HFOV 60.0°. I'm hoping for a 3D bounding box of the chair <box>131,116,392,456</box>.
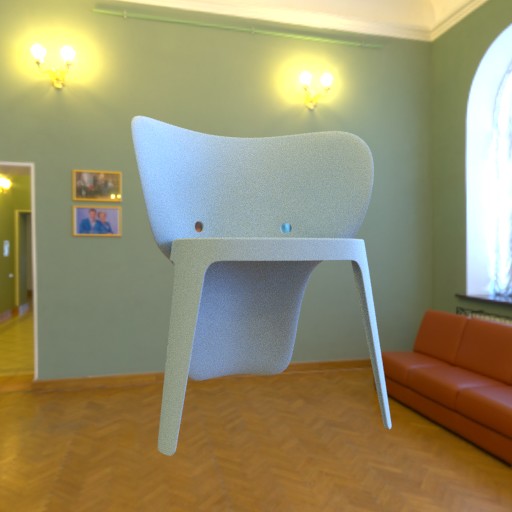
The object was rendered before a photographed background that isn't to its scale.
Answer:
[{"bbox_3d":[0.000,0.000,0.833,0.451,0.554,0.402,0,1,-15],"label":"chair"}]
